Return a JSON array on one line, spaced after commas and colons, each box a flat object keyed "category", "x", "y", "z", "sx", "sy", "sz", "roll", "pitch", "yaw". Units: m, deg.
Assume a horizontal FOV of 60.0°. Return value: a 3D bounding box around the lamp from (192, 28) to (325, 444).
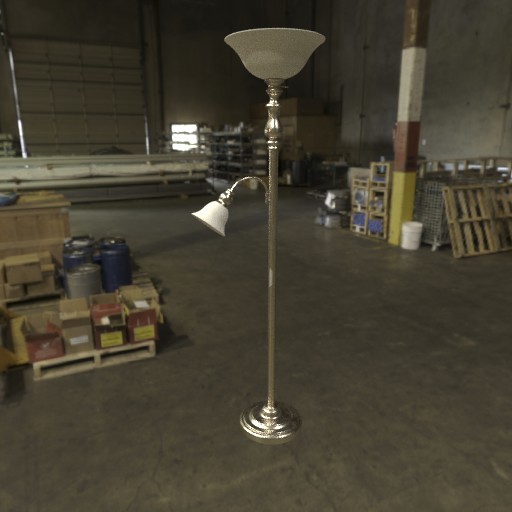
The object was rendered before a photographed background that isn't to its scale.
[{"category": "lamp", "x": 0.000, "y": 0.000, "z": 1.985, "sx": 0.575, "sy": 1.785, "sz": 0.405, "roll": -7, "pitch": 16, "yaw": -25}]
